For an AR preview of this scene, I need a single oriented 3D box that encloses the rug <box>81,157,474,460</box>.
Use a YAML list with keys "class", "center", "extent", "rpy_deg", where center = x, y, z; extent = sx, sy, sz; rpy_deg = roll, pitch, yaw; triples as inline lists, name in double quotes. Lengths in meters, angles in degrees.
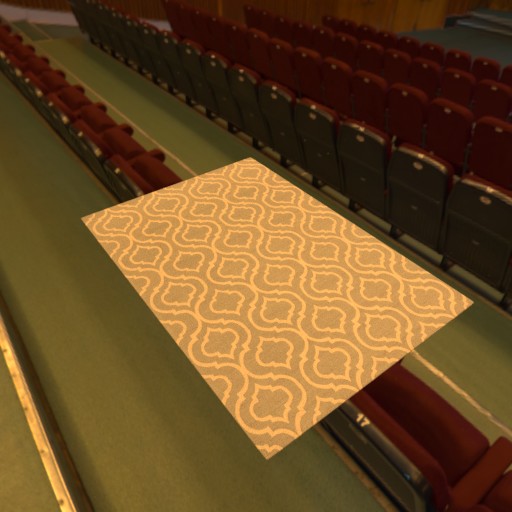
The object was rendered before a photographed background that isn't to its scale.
- class: "rug"
  center: [0.000, 0.000, 2.744]
  extent: [1.451, 0.010, 2.080]
  rpy_deg: [-26, 47, -27]
